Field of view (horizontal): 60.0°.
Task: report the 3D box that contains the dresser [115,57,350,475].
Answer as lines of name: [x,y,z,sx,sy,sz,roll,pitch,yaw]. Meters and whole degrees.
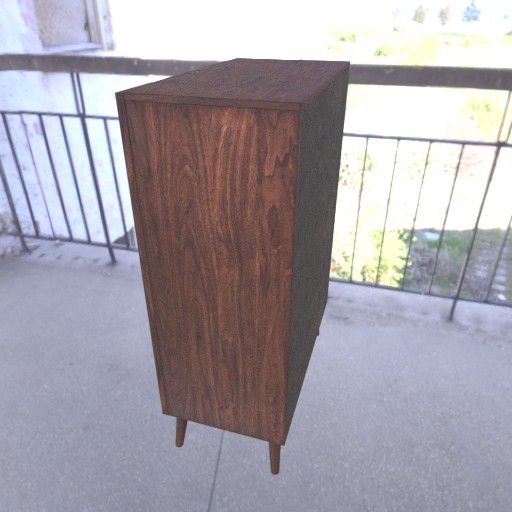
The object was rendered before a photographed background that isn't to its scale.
dresser: [0.000,0.000,1.777,0.498,1.365,0.919,9,31,15]
